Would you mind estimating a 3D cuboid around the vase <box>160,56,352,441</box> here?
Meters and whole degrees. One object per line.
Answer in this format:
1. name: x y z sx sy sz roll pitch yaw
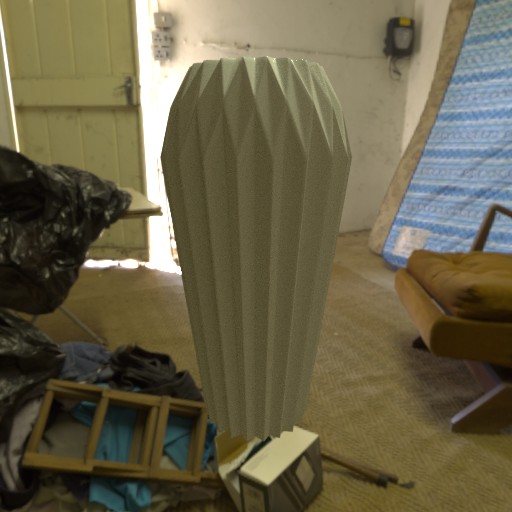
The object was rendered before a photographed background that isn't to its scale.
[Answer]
1. vase: 0.000 0.000 0.333 0.133 0.263 0.133 0 15 0
